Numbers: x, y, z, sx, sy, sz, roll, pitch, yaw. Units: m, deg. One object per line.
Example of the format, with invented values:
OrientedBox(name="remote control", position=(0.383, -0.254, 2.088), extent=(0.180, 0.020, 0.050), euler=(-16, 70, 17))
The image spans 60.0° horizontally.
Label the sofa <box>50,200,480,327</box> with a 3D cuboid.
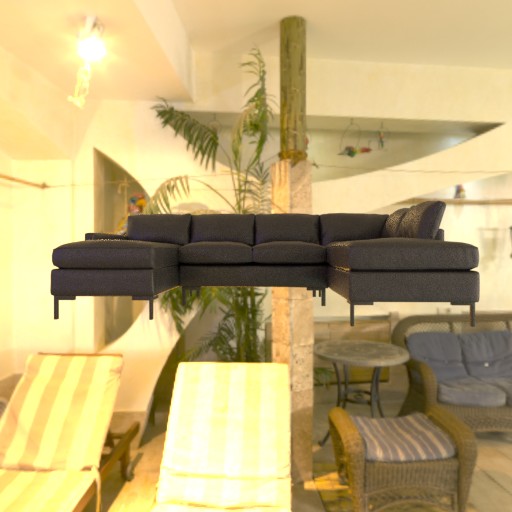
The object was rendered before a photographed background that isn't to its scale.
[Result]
OrientedBox(name="sofa", position=(0.000, 0.000, 3.846), extent=(2.956, 0.900, 1.939), euler=(0, 1, 2))
